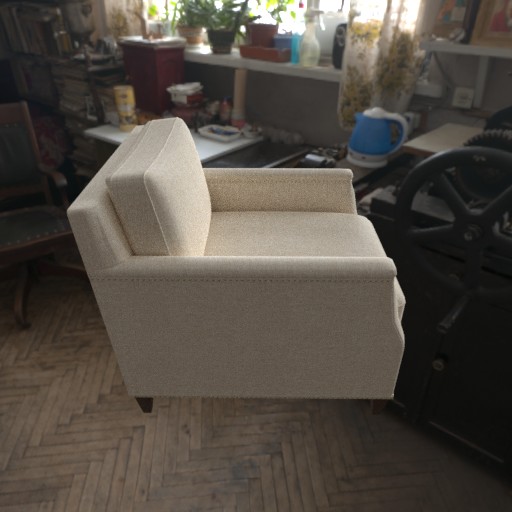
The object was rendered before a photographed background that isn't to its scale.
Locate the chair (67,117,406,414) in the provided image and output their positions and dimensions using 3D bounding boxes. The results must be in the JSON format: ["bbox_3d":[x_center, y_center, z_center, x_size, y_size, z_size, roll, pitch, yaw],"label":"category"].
[{"bbox_3d":[0.000,0.000,1.782,1.041,0.940,0.838,0,33,0],"label":"chair"}]
